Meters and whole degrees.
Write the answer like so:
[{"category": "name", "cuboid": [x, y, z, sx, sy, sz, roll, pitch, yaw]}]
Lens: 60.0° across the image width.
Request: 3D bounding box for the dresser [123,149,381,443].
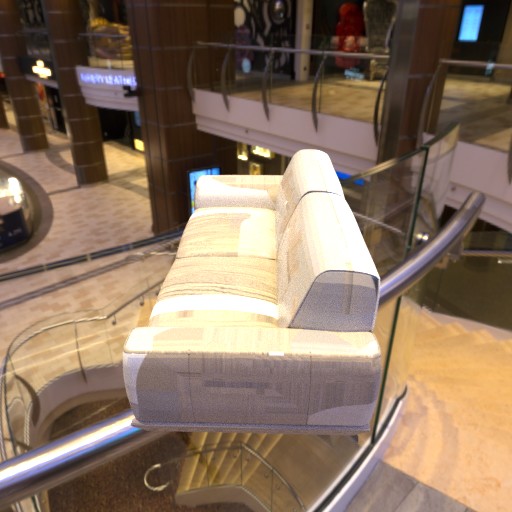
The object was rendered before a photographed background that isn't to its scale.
[{"category": "dresser", "cuboid": [0.000, 0.000, 5.790, 2.251, 1.863, 4.679, 1, 28, 1]}]
